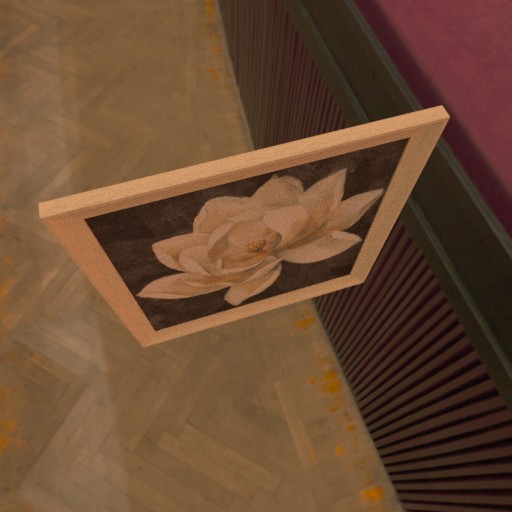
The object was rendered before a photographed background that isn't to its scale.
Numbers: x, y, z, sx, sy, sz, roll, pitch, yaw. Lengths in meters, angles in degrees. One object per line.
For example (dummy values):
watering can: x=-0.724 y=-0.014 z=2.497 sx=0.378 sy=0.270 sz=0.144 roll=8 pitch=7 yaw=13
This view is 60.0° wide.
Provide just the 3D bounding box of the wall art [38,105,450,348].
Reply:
wall art: x=0.000 y=0.000 z=1.510 sx=1.016 sy=1.016 sz=0.045 roll=-15 pitch=63 yaw=-8
